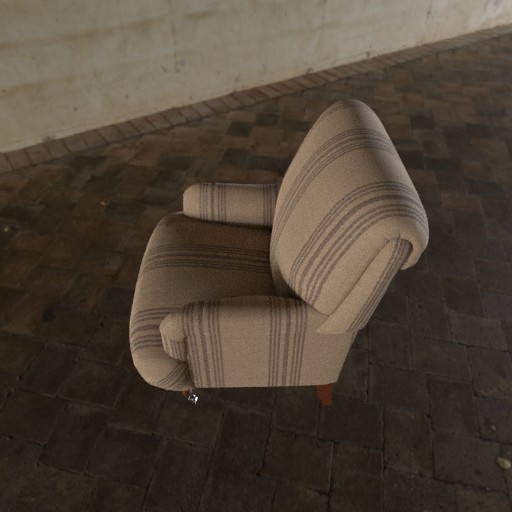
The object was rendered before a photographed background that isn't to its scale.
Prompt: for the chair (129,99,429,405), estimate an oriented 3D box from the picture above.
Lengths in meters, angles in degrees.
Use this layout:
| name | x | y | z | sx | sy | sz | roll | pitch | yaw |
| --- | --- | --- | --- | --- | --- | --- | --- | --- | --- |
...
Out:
| name | x | y | z | sx | sy | sz | roll | pitch | yaw |
| --- | --- | --- | --- | --- | --- | --- | --- | --- | --- |
| chair | 0.000 | 0.000 | 1.624 | 0.914 | 0.940 | 0.813 | -1 | 42 | -1 |
